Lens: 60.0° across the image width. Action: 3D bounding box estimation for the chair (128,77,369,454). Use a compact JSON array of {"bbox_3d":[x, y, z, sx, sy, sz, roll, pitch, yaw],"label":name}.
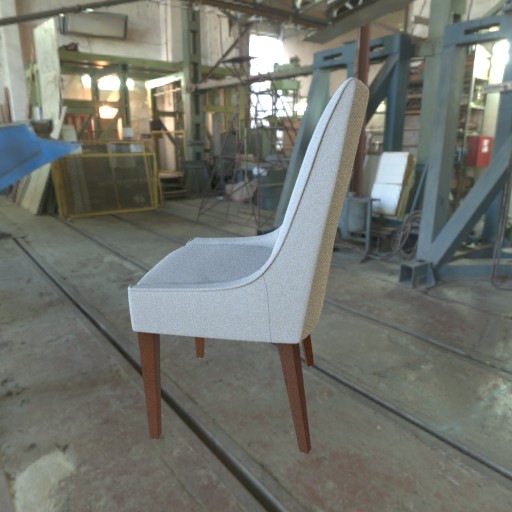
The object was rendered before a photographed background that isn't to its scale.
[{"bbox_3d":[0.000,0.000,1.202,0.544,0.861,0.529,2,15,8],"label":"chair"}]
